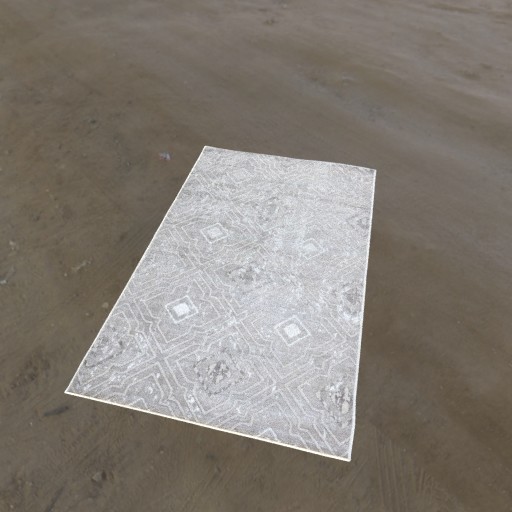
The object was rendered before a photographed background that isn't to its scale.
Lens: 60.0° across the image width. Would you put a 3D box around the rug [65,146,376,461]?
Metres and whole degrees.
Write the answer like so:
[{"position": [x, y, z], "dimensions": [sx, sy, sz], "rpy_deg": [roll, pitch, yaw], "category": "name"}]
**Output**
[{"position": [0.000, 0.000, 3.077], "dimensions": [1.537, 0.036, 2.447], "rpy_deg": [10, 47, 9], "category": "rug"}]
